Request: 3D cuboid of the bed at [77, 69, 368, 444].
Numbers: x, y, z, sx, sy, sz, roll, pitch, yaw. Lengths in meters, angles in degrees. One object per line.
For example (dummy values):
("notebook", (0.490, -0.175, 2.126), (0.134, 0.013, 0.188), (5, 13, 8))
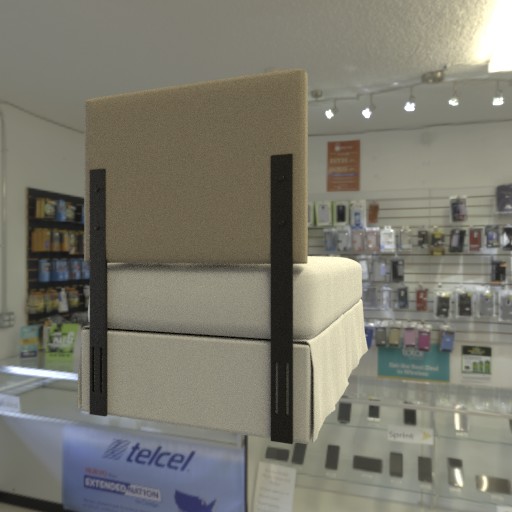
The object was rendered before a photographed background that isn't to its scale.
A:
("bed", (0.000, 0.000, 2.944), (1.261, 1.571, 1.997), (0, 0, 20))
